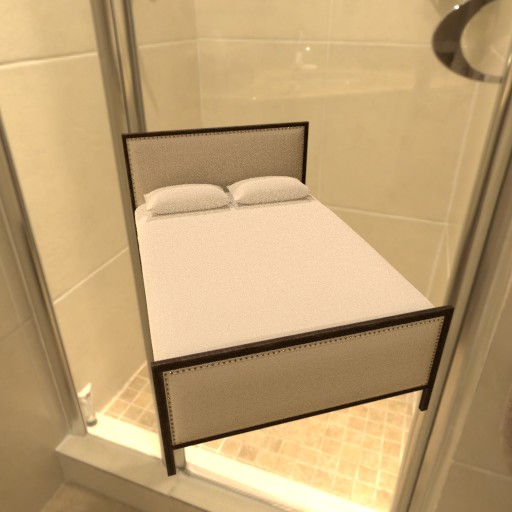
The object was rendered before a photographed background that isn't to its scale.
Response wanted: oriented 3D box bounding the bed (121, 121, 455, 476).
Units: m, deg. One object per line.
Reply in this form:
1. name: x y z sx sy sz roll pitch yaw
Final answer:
1. bed: 0.000 0.000 3.146 1.607 1.313 2.221 -8 30 -14
